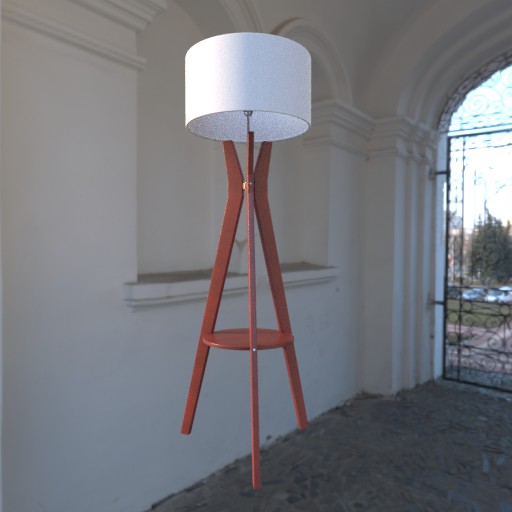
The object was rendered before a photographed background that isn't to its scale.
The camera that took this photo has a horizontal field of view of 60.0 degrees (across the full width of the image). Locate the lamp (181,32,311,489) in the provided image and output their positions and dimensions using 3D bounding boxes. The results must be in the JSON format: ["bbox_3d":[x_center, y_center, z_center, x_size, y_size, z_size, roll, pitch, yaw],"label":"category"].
[{"bbox_3d":[0.000,0.000,1.721,0.542,1.472,0.539,-1,2,-36],"label":"lamp"}]
